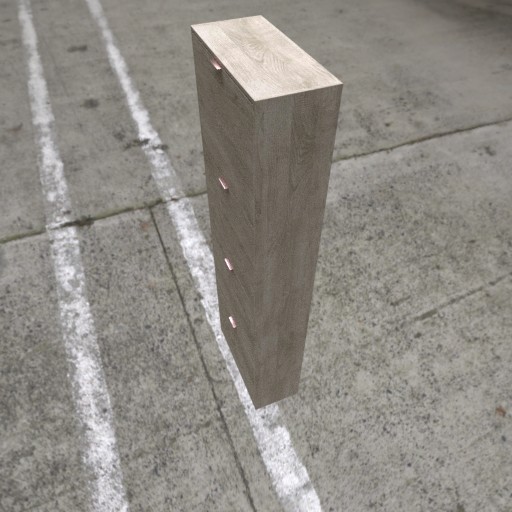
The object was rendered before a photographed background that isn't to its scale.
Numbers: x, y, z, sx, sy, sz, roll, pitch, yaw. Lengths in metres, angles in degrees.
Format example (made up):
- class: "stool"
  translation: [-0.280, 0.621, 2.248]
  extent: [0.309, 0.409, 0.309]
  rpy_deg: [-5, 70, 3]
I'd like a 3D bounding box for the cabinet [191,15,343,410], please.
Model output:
- class: "cabinet"
  translation: [0.000, 0.000, 1.809]
  extent: [0.250, 1.630, 0.520]
  rpy_deg: [-17, 49, -15]
